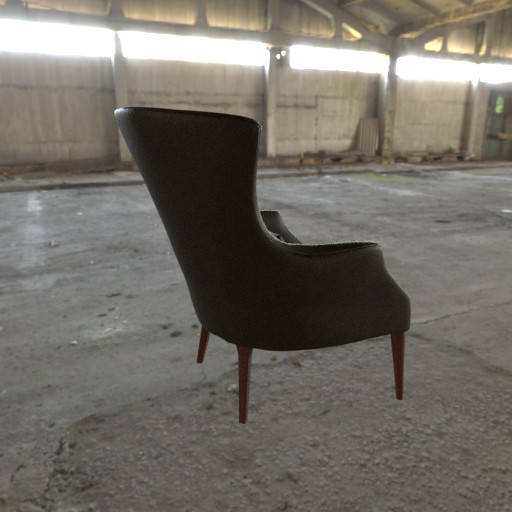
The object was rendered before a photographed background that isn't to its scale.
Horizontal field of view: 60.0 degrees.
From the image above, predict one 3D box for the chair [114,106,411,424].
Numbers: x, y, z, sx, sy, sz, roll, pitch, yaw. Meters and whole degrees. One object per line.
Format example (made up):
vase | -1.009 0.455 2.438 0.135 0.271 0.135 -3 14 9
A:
chair | 0.000 0.000 1.711 0.954 1.068 0.819 -7 17 -25
